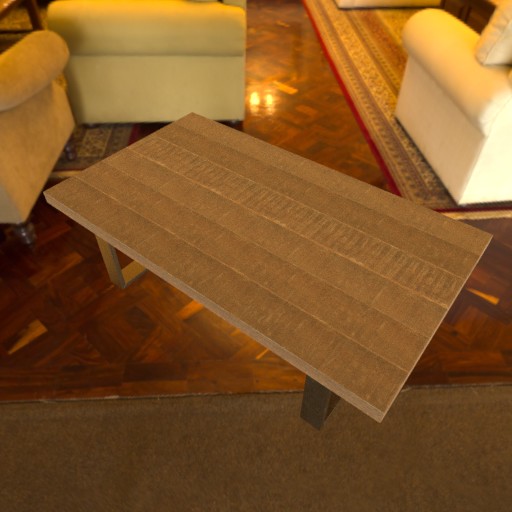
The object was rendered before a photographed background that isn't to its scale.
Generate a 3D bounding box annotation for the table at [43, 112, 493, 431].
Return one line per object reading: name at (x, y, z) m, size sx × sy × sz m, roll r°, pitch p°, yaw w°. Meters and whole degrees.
table at (0.000, 0.000, 1.729) m, size 1.400 × 0.440 × 0.800 m, roll 29°, pitch 52°, yaw 26°
